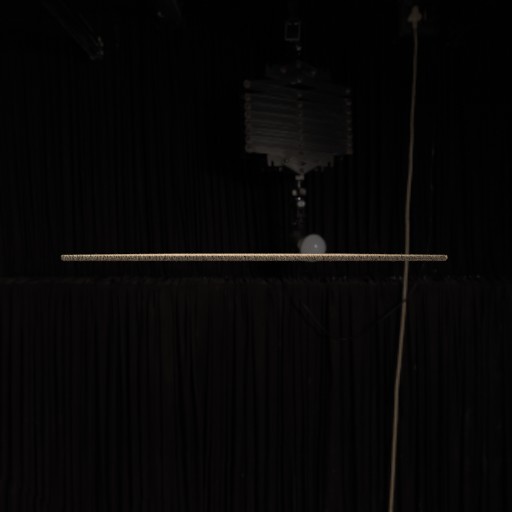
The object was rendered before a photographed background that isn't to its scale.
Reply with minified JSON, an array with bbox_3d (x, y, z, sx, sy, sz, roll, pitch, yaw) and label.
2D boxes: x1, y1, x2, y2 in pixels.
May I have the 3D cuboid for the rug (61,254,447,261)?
[{"bbox_3d":[0.000,0.000,3.413,1.800,0.025,2.699,0,0,1],"label":"rug"}]
